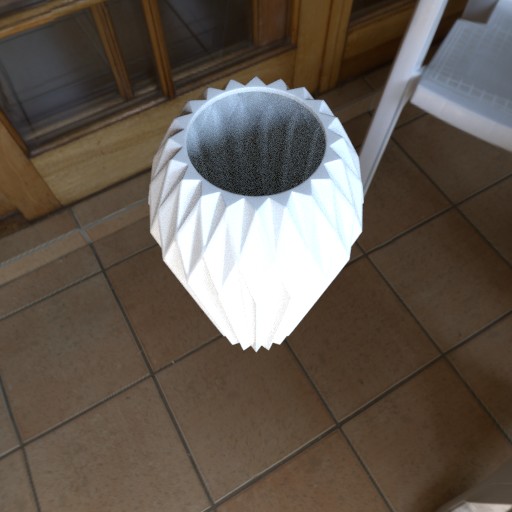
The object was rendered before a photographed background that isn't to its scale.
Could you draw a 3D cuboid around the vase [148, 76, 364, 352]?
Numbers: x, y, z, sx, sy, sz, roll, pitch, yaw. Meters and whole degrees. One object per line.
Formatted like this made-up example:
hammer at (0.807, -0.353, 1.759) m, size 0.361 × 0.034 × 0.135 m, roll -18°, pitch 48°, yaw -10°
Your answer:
vase at (0.000, 0.000, 0.339) m, size 0.133 × 0.263 × 0.133 m, roll 0°, pitch 63°, yaw 0°
